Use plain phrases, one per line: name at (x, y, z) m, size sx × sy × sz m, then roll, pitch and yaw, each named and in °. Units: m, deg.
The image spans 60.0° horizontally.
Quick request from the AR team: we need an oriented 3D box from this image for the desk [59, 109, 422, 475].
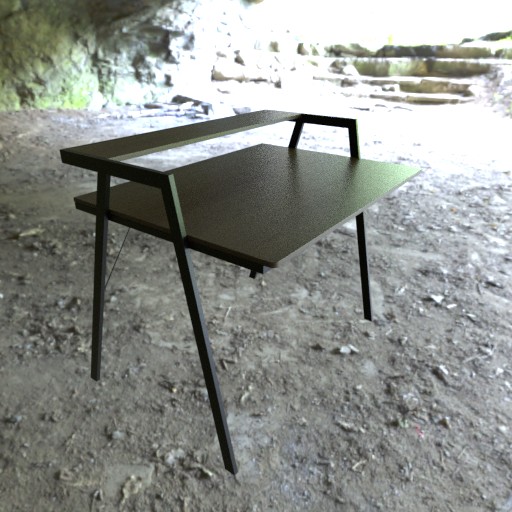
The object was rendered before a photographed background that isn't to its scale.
desk at (0.000, 0.000, 1.861) m, size 0.936 × 0.998 × 1.143 m, roll 18°, pitch 31°, yaw 32°
